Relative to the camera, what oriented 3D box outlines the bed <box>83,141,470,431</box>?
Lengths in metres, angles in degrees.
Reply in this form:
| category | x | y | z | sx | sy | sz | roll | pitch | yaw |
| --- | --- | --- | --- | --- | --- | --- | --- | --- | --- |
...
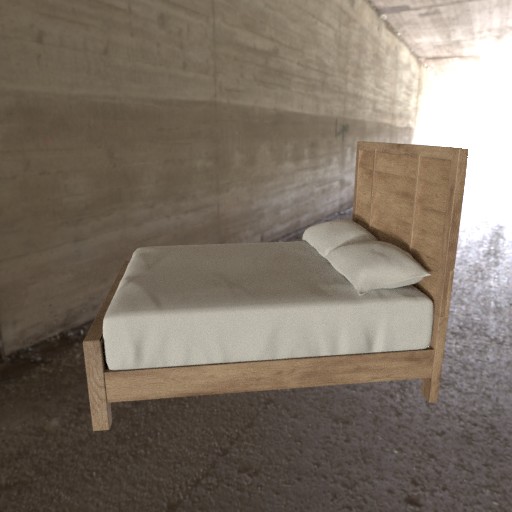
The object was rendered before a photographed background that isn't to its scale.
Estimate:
| category | x | y | z | sx | sy | sz | roll | pitch | yaw |
| --- | --- | --- | --- | --- | --- | --- | --- | --- | --- |
| bed | 0.000 | 0.000 | 3.326 | 2.197 | 1.626 | 1.626 | -2 | 16 | -8 |
